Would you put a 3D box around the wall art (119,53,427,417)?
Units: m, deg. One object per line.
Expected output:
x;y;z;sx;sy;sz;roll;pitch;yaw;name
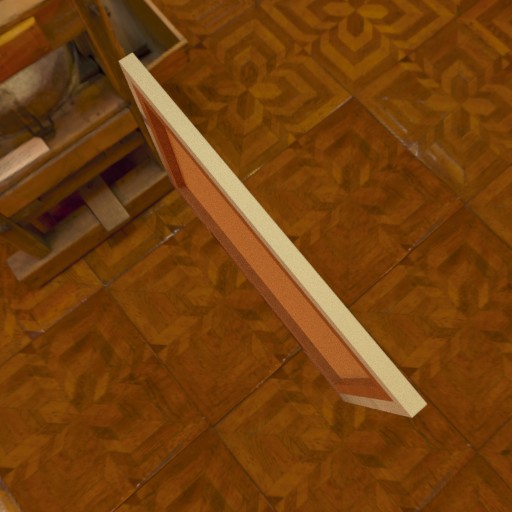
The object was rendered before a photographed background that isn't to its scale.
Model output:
0.000;0.000;1.150;0.037;0.609;0.916;-37;78;-10;wall art
